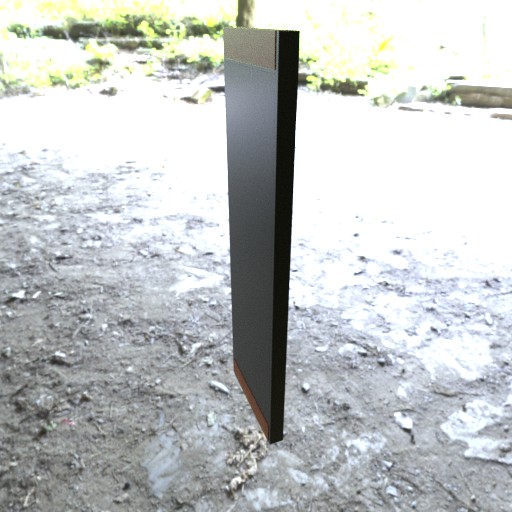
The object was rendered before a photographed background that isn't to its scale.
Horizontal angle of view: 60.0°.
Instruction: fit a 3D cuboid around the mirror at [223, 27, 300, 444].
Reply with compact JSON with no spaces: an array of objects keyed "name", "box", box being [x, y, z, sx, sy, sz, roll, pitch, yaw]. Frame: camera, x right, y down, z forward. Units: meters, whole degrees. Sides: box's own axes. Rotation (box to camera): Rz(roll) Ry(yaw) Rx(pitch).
[{"name":"mirror","box":[0.000,0.000,1.229,0.047,1.123,0.343,-10,30,-19]}]
